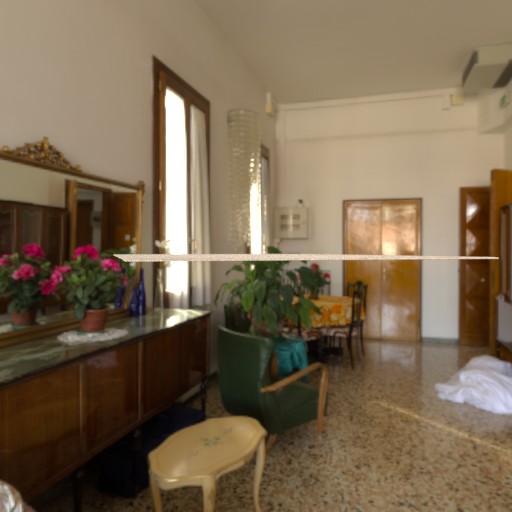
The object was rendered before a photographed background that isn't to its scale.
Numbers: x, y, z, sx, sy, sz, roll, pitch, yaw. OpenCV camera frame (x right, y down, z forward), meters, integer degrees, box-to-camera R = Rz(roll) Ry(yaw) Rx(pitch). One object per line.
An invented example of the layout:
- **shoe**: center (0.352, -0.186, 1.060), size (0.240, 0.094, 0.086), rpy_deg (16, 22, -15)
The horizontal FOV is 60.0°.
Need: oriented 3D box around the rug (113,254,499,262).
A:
- **rug**: center (0.000, 0.000, 4.015), size (2.406, 0.012, 3.034), rpy_deg (0, 1, -19)
